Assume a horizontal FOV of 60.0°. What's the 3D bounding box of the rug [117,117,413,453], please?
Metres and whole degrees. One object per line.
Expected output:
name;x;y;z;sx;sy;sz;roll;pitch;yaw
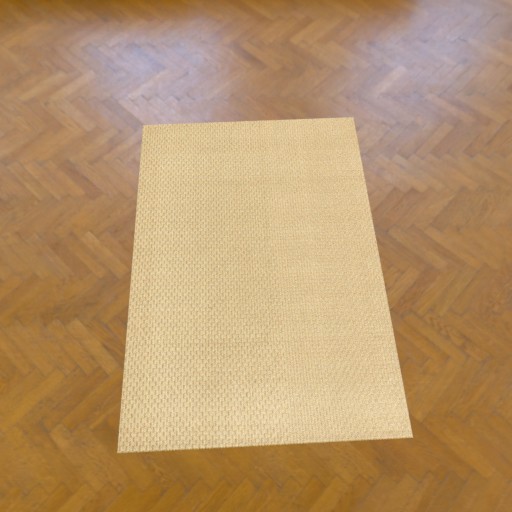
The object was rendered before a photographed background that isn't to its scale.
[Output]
rug;0.000;0.000;2.721;1.509;0.013;2.144;-3;65;-1
